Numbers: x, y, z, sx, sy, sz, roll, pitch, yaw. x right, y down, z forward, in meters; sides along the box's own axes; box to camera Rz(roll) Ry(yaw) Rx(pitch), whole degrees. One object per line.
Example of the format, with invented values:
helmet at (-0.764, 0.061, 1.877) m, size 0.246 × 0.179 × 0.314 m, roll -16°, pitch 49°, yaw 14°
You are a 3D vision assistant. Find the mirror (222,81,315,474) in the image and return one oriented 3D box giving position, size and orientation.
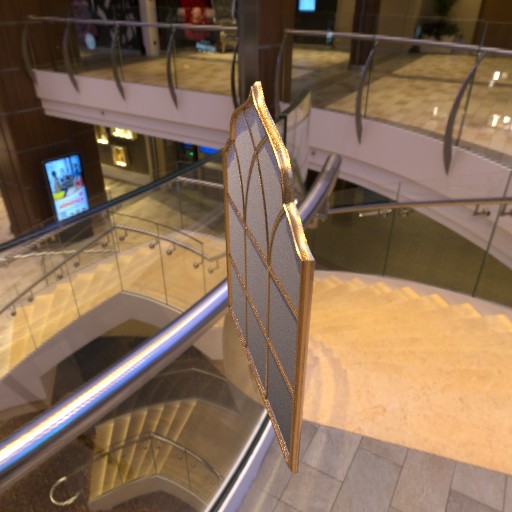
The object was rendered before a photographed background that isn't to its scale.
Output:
mirror at (0.000, 0.000, 0.856) m, size 0.018 × 0.635 × 0.513 m, roll -8°, pitch 32°, yaw -14°
